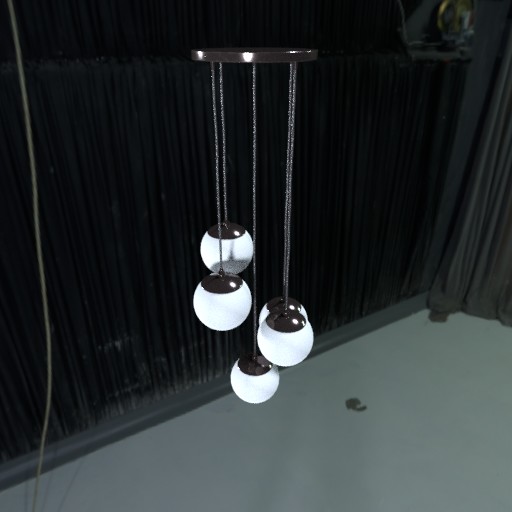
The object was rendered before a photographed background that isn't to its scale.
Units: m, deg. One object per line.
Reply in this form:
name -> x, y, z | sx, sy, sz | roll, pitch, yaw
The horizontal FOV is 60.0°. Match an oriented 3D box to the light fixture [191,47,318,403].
light fixture -> 0.000, 0.000, 1.504 | 0.484, 1.271, 0.489 | -16, 31, -29
